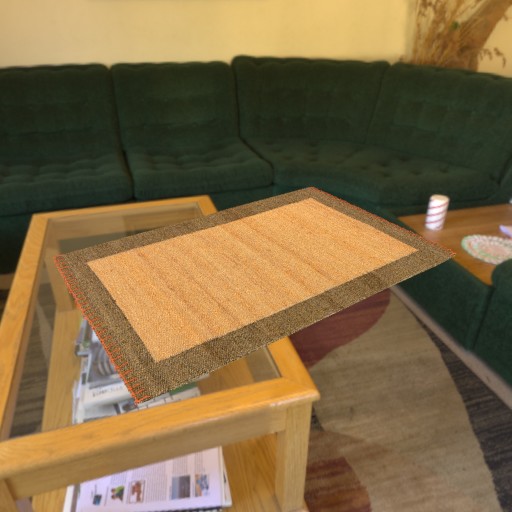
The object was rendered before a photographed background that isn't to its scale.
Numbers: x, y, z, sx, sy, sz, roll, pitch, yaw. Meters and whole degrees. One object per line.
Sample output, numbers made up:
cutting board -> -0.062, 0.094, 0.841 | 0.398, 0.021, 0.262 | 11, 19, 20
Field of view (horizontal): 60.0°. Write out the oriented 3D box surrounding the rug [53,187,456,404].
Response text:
rug -> 0.000, 0.000, 2.382 | 1.838, 0.019, 1.220 | -19, 35, -29
